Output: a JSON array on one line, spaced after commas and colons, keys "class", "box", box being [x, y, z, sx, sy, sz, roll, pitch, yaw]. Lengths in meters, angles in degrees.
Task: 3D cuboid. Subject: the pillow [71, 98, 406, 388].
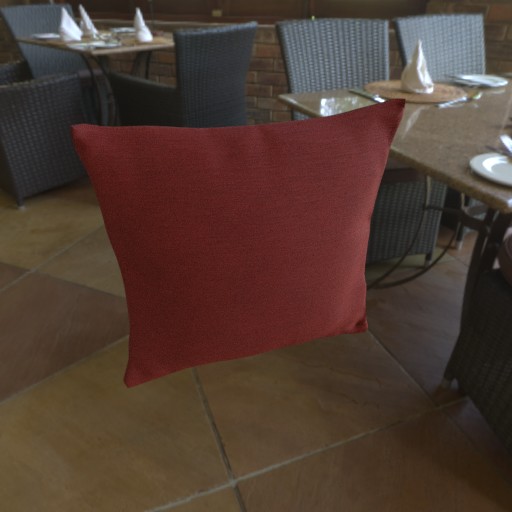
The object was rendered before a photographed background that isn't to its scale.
[{"class": "pillow", "box": [0.000, 0.000, 0.648, 0.435, 0.416, 0.151, -10, 33, -15]}]
